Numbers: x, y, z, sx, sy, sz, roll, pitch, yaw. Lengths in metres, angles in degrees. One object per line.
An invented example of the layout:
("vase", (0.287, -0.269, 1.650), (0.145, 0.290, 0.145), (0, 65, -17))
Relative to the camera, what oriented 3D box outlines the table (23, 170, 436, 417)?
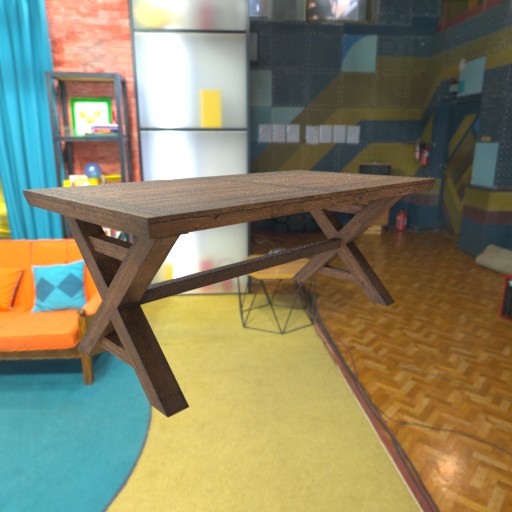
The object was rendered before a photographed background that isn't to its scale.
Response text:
("table", (0.000, 0.000, 2.444), (1.966, 0.793, 1.071), (-14, 20, -43))
